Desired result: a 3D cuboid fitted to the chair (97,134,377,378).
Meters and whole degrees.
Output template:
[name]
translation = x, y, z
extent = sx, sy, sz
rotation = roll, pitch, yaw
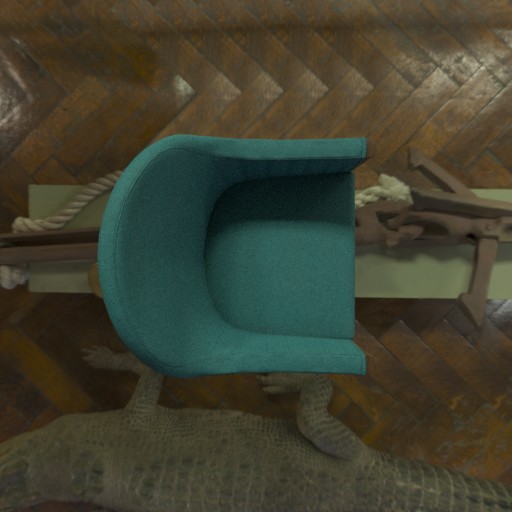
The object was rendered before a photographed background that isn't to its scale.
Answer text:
[chair]
translation = 0.000, 0.000, 1.360
extent = 0.652, 0.907, 0.656
rotation = 0, 90, 1
